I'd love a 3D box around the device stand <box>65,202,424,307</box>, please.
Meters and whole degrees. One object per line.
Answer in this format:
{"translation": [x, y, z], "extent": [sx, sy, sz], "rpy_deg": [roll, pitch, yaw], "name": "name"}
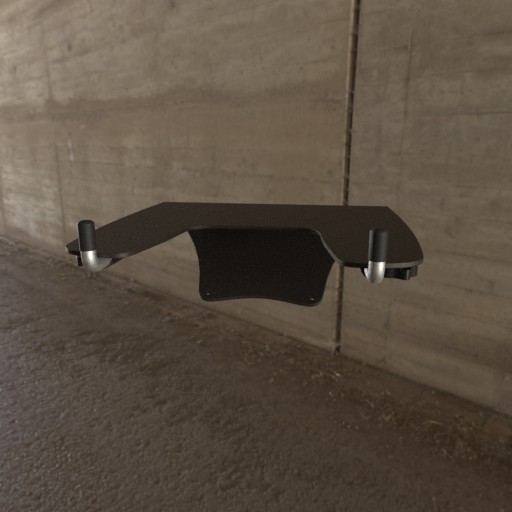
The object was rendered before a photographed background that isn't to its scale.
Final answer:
{"translation": [0.000, 0.000, 0.348], "extent": [0.230, 0.092, 0.230], "rpy_deg": [2, 15, 8], "name": "device stand"}
